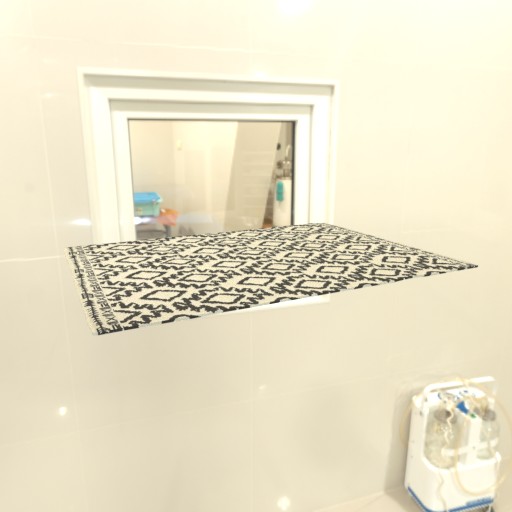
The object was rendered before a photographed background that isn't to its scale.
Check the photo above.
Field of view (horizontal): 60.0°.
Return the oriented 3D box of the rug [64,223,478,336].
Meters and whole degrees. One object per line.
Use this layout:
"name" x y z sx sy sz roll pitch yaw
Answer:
"rug" 0.000 0.000 4.364 3.369 0.036 2.444 -7 16 -26
